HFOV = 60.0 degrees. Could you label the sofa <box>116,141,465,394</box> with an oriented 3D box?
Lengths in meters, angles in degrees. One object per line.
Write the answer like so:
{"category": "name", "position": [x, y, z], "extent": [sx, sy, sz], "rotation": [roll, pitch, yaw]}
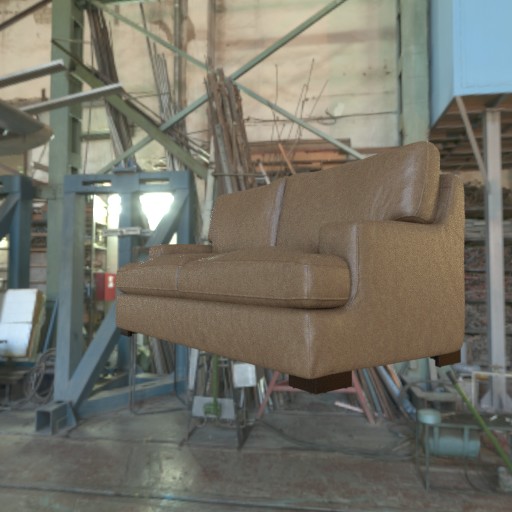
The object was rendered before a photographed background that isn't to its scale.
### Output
{"category": "sofa", "position": [0.000, 0.000, 2.407], "extent": [0.962, 0.980, 1.855], "rotation": [2, -3, -36]}
